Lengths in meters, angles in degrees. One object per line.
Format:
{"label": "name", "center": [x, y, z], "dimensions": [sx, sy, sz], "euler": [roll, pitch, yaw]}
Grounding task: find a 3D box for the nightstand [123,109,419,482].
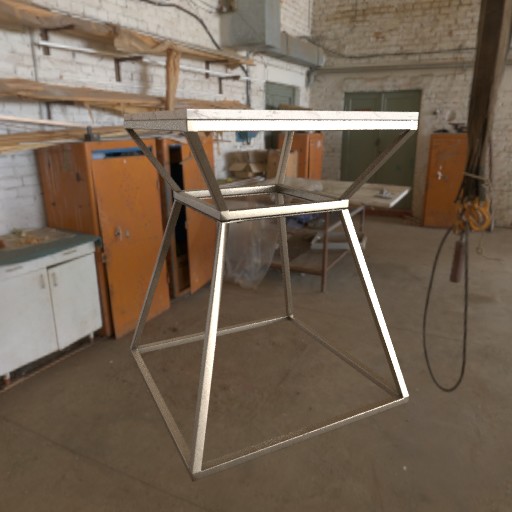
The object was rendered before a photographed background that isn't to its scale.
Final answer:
{"label": "nightstand", "center": [0.000, 0.000, 0.904], "dimensions": [0.455, 0.554, 0.455], "euler": [-8, 19, -26]}
